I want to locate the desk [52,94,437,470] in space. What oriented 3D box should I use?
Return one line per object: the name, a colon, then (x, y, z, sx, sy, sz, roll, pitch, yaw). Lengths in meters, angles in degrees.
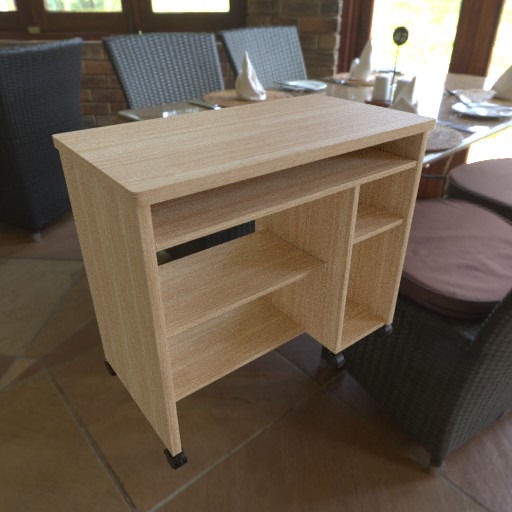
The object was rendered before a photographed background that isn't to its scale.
desk: (0.000, 0.000, 1.328, 0.884, 0.770, 0.480, -21, 36, -32)
